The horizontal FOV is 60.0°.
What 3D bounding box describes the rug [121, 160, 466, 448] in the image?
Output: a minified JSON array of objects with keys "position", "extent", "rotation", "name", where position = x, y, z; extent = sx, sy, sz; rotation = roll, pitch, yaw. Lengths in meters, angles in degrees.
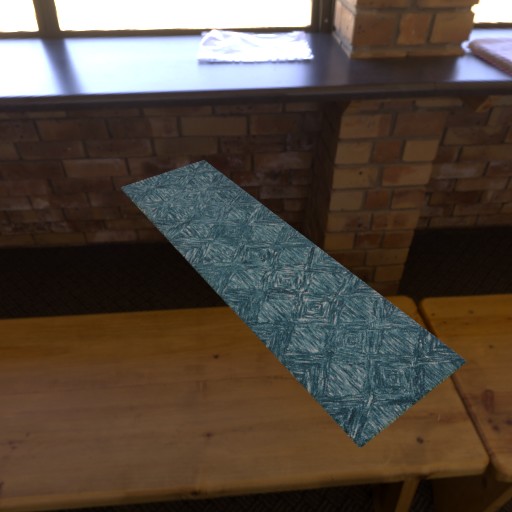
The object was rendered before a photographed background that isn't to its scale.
[{"position":[0.000,0.000,2.536],"extent":[0.676,0.016,2.286],"rotation":[-25,46,-26],"name":"rug"}]
